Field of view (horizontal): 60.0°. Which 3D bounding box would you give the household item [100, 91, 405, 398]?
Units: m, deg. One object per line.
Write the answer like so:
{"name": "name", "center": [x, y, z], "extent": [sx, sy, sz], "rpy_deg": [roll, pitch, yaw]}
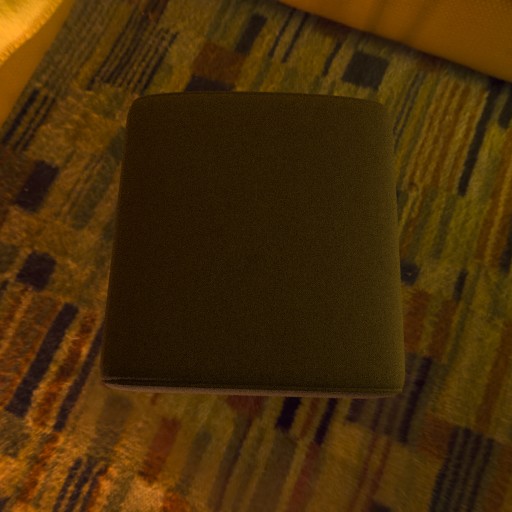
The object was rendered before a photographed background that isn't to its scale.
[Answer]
{"name": "household item", "center": [0.000, 0.000, 0.893], "extent": [0.530, 0.410, 0.530], "rpy_deg": [2, 76, 0]}
